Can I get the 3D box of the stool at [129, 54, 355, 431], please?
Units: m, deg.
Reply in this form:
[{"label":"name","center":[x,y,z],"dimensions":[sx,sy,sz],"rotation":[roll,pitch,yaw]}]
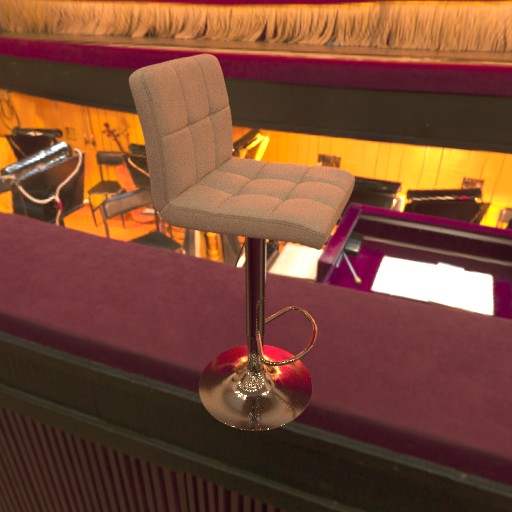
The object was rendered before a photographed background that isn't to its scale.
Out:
[{"label":"stool","center":[0.000,0.000,1.387],"dimensions":[0.505,1.115,0.430],"rotation":[11,32,18]}]
